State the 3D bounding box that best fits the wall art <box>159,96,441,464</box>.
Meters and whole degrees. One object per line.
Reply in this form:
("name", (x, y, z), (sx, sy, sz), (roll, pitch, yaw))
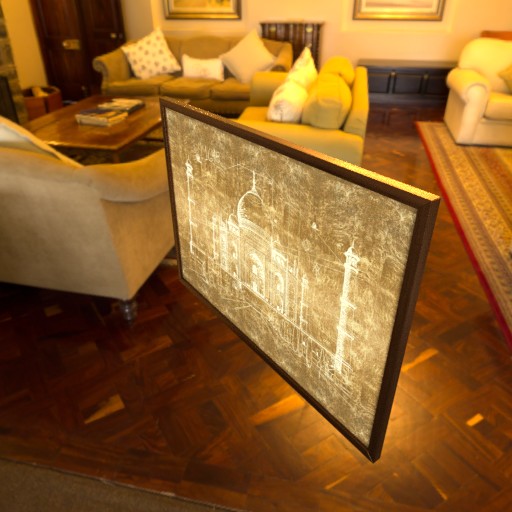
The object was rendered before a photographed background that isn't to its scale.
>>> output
("wall art", (0.000, 0.000, 0.543), (0.012, 0.304, 0.431), (-21, 37, -31))
